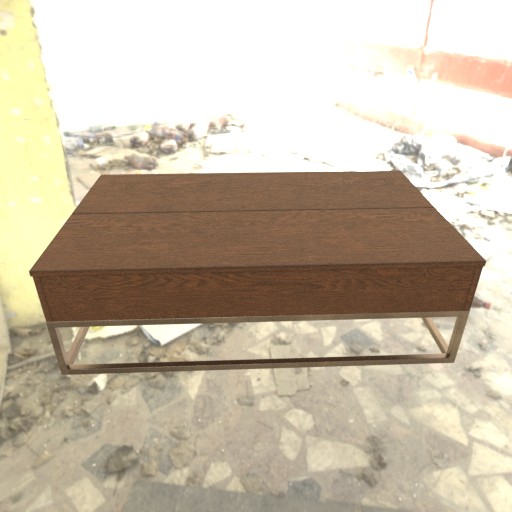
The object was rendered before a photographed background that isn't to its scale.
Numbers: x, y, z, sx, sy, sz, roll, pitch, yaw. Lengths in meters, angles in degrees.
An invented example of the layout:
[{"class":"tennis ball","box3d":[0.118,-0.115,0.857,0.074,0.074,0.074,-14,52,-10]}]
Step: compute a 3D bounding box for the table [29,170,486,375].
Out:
[{"class":"table","box3d":[0.000,0.000,1.529,1.167,0.361,0.719,-1,30,-2]}]
